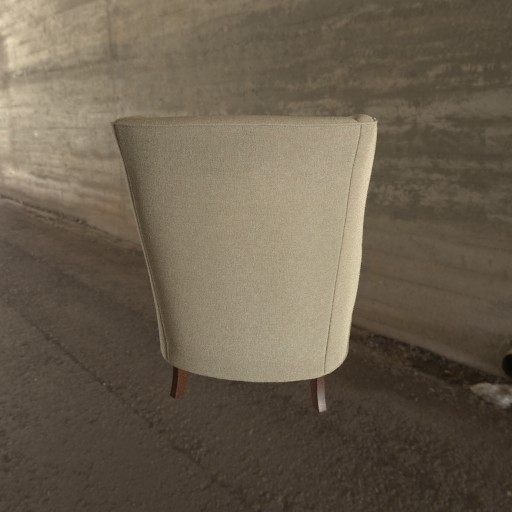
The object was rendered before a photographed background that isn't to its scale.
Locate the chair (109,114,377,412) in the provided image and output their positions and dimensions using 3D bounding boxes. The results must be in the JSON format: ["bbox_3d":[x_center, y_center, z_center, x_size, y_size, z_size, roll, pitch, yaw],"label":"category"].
[{"bbox_3d":[0.000,0.000,1.733,0.838,1.040,0.966,2,16,9],"label":"chair"}]
